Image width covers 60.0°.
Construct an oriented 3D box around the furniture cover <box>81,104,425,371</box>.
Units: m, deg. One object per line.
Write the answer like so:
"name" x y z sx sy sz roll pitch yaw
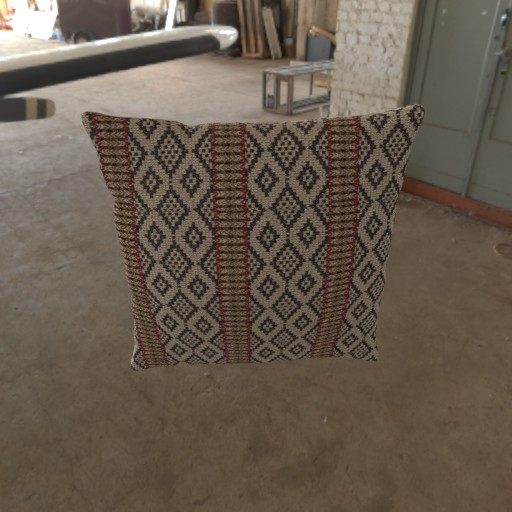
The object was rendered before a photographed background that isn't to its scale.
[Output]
"furniture cover" 0.000 0.000 0.776 0.503 0.506 0.182 -2 31 -3
